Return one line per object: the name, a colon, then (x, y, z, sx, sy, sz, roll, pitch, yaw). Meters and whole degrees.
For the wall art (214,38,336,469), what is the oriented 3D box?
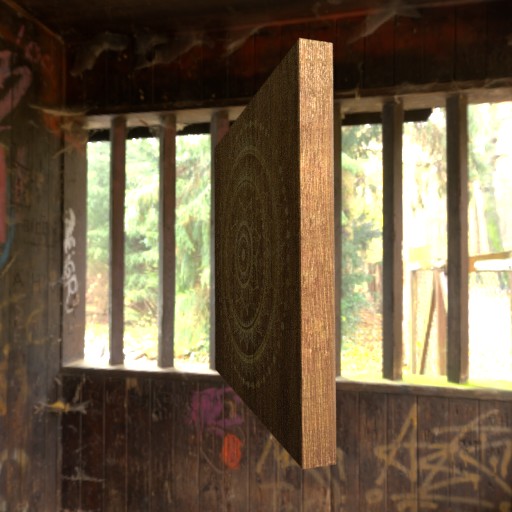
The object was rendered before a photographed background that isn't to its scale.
wall art: (0.000, 0.000, 0.612, 0.039, 0.403, 0.406, 0, -1, -17)
